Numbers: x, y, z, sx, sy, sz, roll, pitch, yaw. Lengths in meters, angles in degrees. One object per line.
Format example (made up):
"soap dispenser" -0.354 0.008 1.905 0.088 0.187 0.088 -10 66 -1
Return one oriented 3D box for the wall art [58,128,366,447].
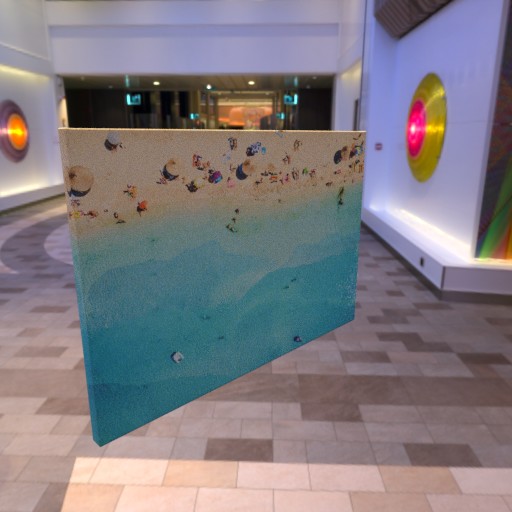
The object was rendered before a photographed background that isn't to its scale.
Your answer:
"wall art" 0.000 0.000 1.406 1.136 0.769 0.040 -15 21 -43
